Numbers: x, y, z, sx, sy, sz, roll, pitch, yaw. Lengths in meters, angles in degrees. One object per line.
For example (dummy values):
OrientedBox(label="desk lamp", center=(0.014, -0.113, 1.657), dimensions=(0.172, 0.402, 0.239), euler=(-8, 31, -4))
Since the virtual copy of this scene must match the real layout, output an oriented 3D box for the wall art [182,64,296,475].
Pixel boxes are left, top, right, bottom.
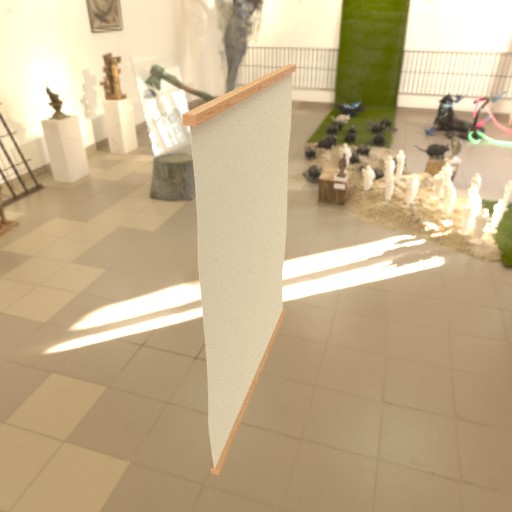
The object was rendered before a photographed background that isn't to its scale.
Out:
OrientedBox(label="wall art", center=(0.000, 0.000, 0.688), dimensions=(0.013, 0.508, 0.406), euler=(9, 31, 15))
